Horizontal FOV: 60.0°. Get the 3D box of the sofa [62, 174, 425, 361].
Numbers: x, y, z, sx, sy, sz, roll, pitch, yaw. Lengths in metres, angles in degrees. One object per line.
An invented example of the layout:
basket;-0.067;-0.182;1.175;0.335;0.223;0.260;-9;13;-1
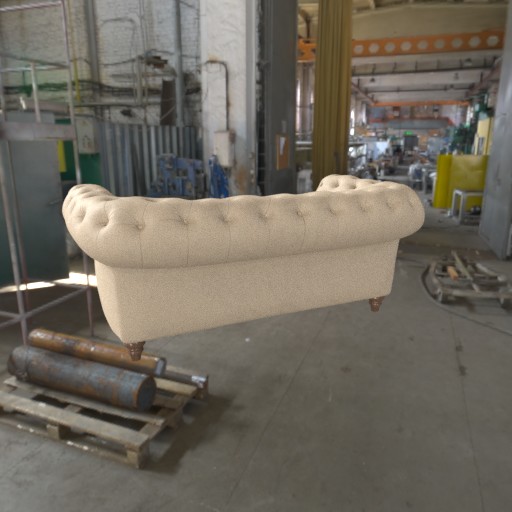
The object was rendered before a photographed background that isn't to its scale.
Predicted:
sofa;0.000;0.000;2.584;1.988;0.835;1.069;-7;16;-25
